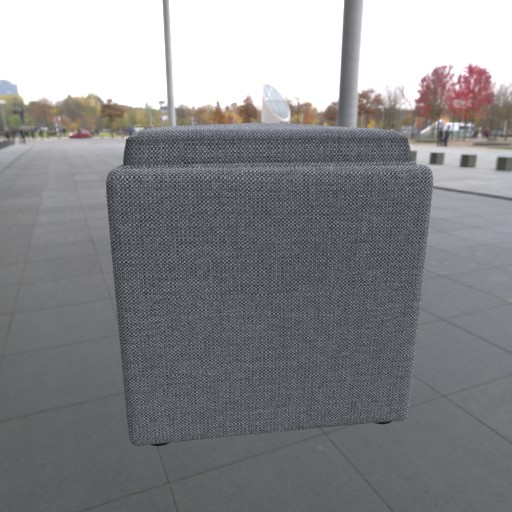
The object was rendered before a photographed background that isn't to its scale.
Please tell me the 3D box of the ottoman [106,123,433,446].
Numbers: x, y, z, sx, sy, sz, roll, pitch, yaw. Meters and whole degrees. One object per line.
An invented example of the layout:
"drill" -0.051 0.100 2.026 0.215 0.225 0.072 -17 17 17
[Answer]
"ottoman" 0.000 0.000 0.844 0.454 0.487 0.436 -2 16 -8
